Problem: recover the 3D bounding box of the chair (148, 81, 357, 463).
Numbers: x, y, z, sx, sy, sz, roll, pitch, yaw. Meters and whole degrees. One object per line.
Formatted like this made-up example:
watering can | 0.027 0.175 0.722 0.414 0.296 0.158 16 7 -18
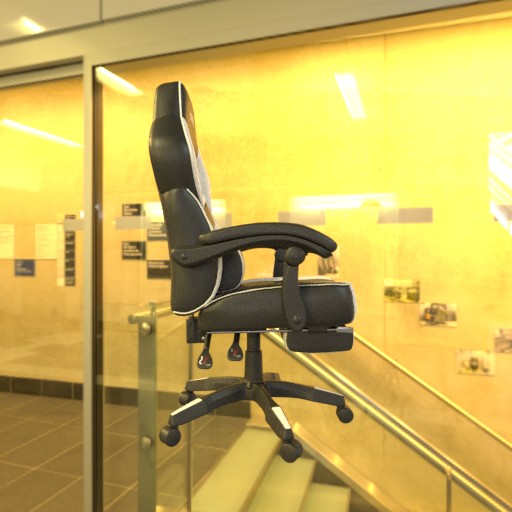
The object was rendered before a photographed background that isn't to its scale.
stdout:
chair | 0.000 0.000 1.608 0.700 1.200 0.676 0 0 -1
